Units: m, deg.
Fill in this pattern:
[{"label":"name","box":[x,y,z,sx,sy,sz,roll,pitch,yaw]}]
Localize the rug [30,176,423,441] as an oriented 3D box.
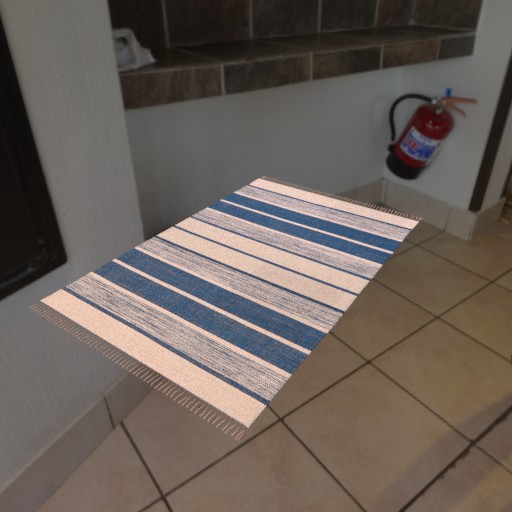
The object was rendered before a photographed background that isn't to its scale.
[{"label":"rug","box":[0.000,0.000,3.052,1.532,0.010,2.441,21,38,29]}]
